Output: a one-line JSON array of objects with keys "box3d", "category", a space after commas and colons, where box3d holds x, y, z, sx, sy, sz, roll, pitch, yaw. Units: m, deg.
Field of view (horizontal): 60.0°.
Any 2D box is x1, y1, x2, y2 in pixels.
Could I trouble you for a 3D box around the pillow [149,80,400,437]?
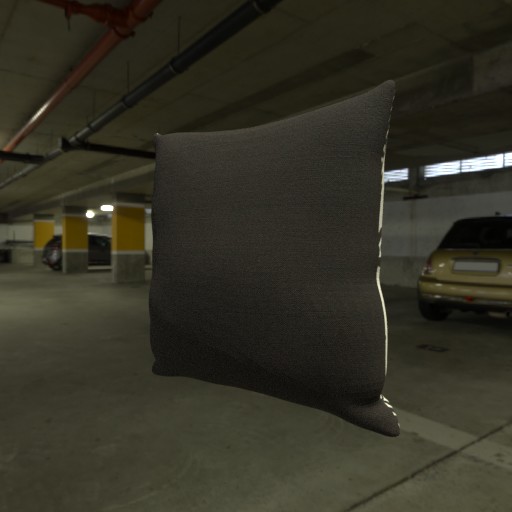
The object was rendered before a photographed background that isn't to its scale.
[{"box3d": [0.000, 0.000, 0.670, 0.440, 0.441, 0.182, 1, 2, 35], "category": "pillow"}]
